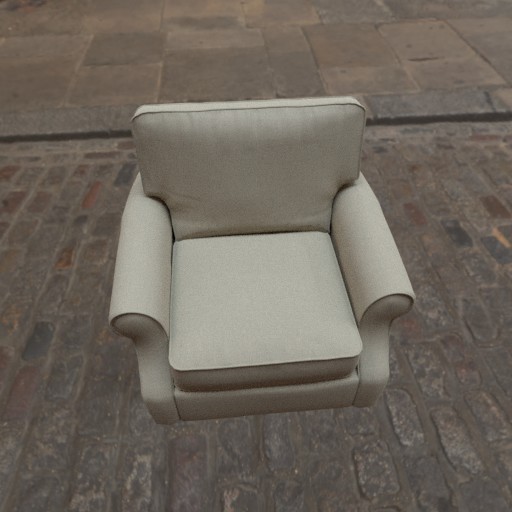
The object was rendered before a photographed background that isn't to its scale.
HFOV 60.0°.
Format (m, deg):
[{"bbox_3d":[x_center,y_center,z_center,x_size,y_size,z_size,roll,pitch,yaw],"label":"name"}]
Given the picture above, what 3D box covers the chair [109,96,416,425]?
[{"bbox_3d":[0.000,0.000,1.737,1.029,0.967,0.966,-4,46,-4],"label":"chair"}]
